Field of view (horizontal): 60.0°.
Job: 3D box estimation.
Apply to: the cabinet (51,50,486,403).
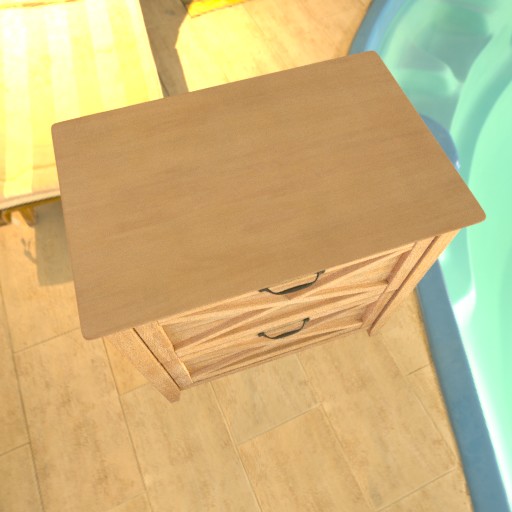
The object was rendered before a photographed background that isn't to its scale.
[{"bbox_3d":[0.000,0.000,1.228,0.763,0.762,0.503,-16,64,-8],"label":"cabinet"}]
